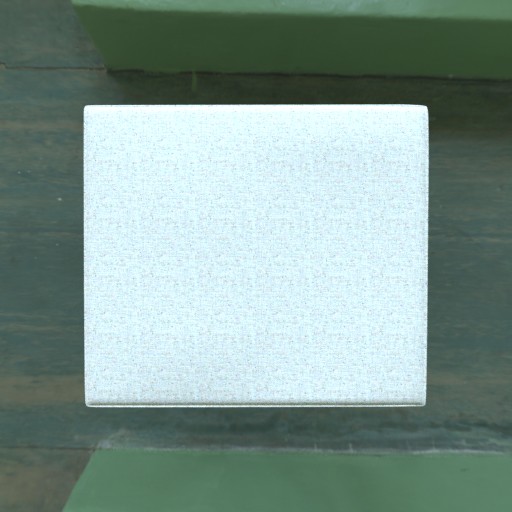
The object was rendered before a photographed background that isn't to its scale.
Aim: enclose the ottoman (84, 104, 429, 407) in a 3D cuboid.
[{"bbox_3d":[0.000,0.000,1.212,0.835,0.303,0.736,0,91,0],"label":"ottoman"}]
